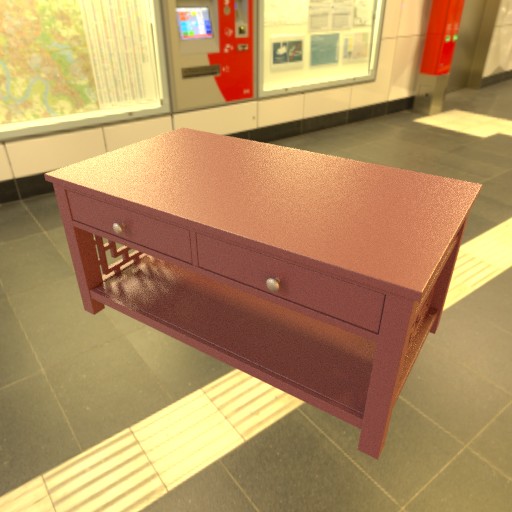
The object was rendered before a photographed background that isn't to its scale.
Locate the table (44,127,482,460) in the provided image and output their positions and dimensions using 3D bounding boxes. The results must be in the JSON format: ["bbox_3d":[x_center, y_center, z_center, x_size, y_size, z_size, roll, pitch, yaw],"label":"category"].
[{"bbox_3d":[0.000,0.000,1.358,1.068,0.493,0.612,18,36,28],"label":"table"}]
